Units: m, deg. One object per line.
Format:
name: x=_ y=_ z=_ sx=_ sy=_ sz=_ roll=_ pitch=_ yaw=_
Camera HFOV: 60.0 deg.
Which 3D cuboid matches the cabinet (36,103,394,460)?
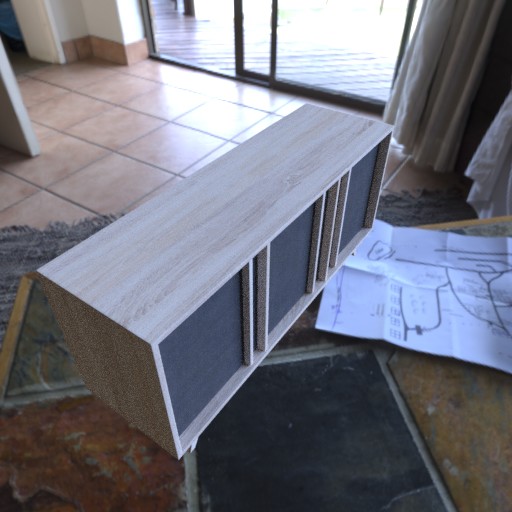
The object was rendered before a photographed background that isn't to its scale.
cabinet: x=0.000 y=0.000 z=2.021 sx=0.500 sy=0.780 sz=1.650 roll=24 pitch=46 yaw=26
